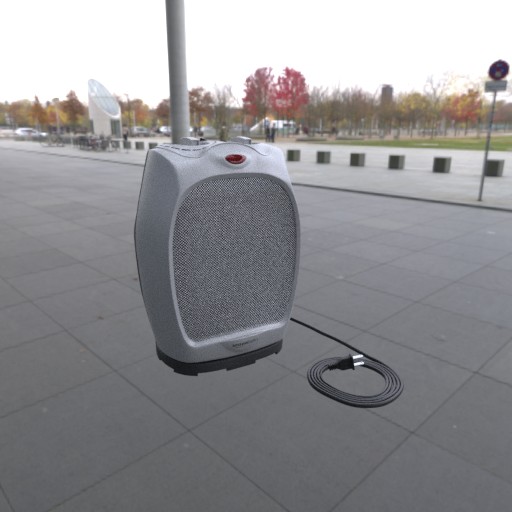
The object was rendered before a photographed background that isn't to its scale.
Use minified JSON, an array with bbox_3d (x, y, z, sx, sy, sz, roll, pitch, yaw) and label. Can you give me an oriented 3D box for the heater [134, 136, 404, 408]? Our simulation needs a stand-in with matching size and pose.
[{"bbox_3d":[0.000,0.000,0.493,0.239,0.255,0.291,-9,18,-27],"label":"heater"}]
